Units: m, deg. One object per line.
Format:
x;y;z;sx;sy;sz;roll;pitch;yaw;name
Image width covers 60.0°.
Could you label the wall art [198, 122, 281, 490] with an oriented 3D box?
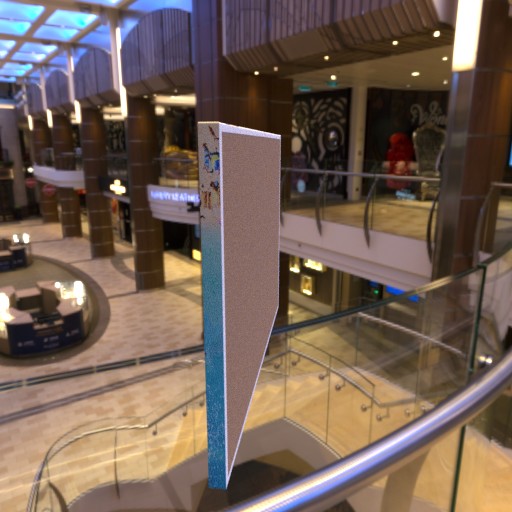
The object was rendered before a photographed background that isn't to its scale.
0.000;0.000;1.419;0.040;0.769;1.136;2;14;8;wall art
